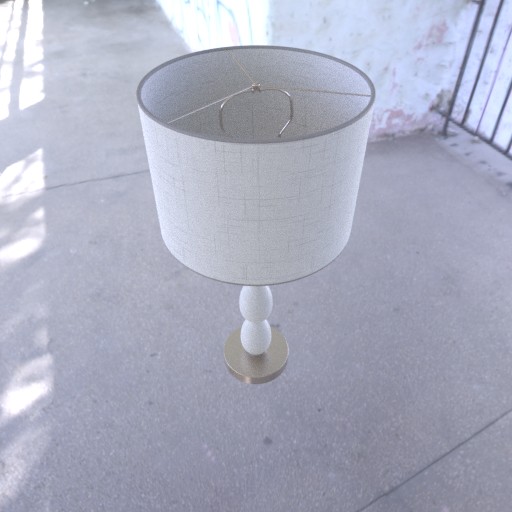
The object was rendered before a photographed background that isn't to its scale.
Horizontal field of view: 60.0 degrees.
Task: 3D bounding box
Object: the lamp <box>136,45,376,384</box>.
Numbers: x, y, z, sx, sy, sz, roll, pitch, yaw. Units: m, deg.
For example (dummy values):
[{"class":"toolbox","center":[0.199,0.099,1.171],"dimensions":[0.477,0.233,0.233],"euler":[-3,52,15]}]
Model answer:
[{"class":"lamp","center":[0.000,0.000,0.717],"dimensions":[0.282,0.559,0.280],"euler":[-12,44,-13]}]
